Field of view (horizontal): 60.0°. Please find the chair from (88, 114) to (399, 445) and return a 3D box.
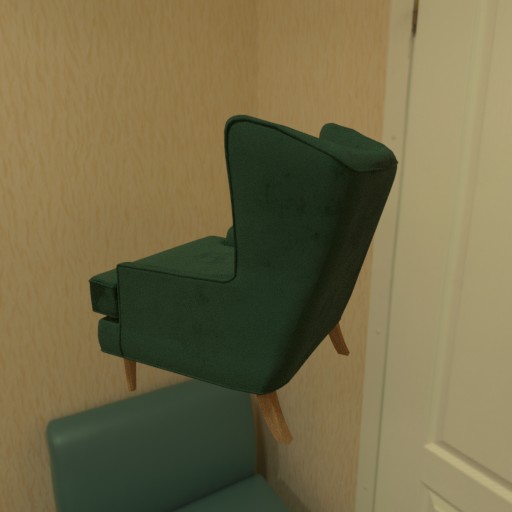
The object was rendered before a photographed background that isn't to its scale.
[{"bbox_3d":[0.000,0.000,1.625,0.910,0.952,0.793,8,17,26],"label":"chair"}]
